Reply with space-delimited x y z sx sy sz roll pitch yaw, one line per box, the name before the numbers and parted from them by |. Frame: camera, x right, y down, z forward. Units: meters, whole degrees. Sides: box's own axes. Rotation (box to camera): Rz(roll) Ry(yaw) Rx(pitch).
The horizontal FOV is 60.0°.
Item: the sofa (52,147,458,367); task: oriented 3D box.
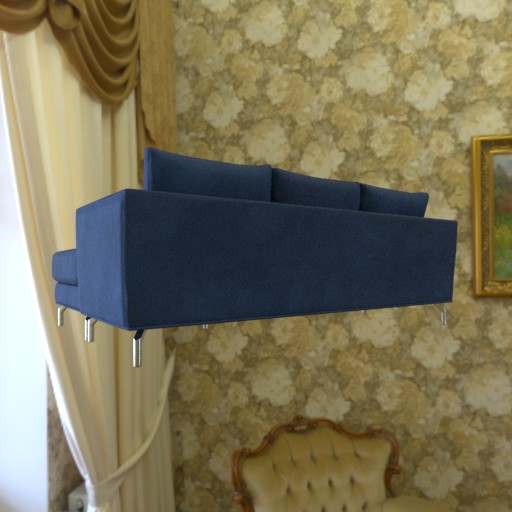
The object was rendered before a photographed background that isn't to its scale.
sofa | 0.000 0.000 3.150 2.438 0.987 1.622 1 -1 -35
